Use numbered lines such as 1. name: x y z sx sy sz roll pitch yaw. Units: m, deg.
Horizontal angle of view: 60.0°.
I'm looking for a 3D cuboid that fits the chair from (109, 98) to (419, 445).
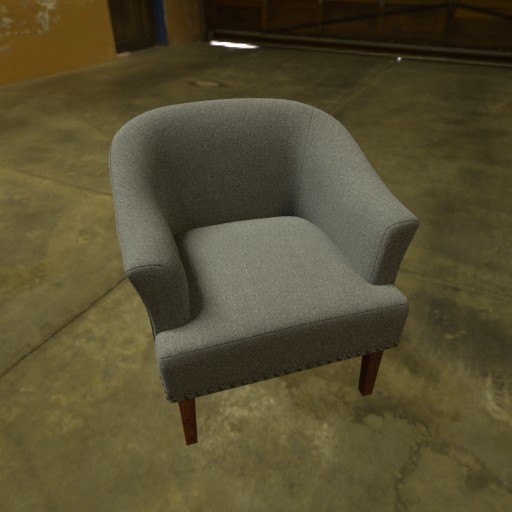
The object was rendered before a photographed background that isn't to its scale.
1. chair: 0.000 0.000 1.410 0.798 0.815 0.704 -10 34 -15
